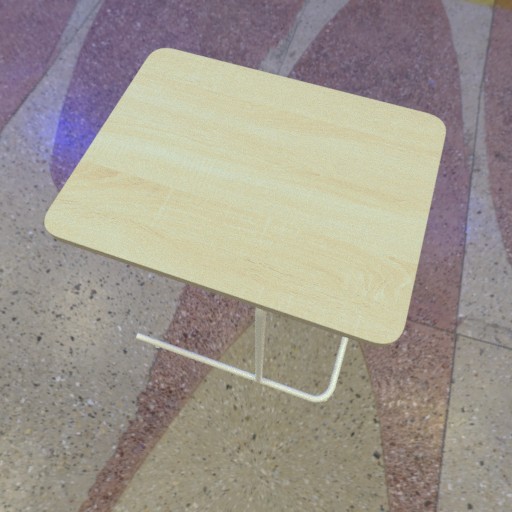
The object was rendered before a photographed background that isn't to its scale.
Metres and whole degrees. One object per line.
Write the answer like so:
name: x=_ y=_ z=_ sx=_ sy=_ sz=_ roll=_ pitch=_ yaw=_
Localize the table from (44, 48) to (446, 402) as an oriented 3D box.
table: x=0.000 y=0.000 z=0.867 sx=0.480 sy=0.550 sz=0.370 roll=18 pitch=65 yaw=8
